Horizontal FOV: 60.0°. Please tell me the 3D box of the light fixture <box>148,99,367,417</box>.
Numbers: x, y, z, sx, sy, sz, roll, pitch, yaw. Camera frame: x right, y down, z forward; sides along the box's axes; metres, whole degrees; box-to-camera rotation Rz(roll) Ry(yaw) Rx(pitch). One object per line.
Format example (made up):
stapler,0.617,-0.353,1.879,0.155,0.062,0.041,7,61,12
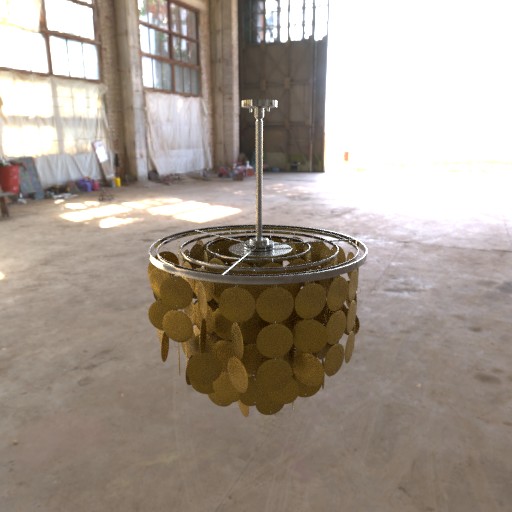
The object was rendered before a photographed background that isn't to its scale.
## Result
light fixture,0.000,0.000,0.743,0.368,0.492,0.368,0,15,0
